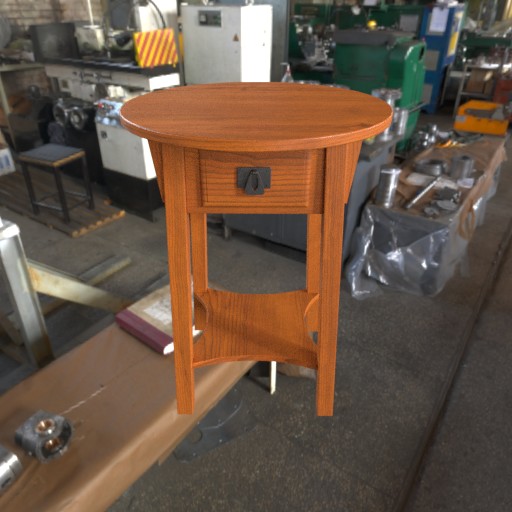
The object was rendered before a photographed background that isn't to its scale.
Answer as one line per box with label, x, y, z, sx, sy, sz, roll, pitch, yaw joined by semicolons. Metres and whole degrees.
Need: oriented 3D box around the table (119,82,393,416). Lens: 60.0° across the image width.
table;0.000;0.000;0.918;0.457;0.610;0.457;0;30;0
